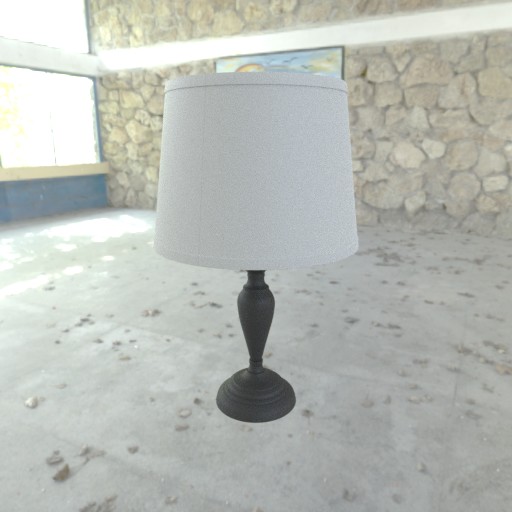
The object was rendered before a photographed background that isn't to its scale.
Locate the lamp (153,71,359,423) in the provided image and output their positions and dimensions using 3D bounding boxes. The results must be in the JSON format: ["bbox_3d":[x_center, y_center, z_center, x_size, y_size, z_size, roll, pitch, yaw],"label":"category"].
[{"bbox_3d":[0.000,0.000,0.692,0.310,0.501,0.310,0,14,0],"label":"lamp"}]
